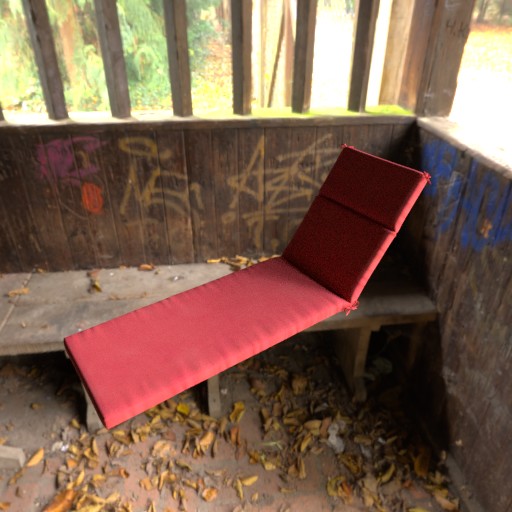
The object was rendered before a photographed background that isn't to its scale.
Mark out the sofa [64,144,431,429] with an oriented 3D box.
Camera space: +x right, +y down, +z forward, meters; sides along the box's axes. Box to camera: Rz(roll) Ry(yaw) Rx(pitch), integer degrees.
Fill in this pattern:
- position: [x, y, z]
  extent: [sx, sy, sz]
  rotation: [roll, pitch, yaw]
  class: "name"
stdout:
- position: [0.000, 0.000, 1.985]
  extent: [1.663, 0.622, 0.582]
  rotation: [-21, 37, -30]
  class: "sofa"
